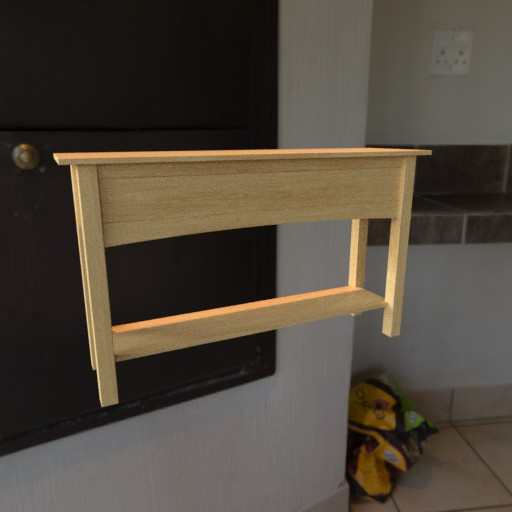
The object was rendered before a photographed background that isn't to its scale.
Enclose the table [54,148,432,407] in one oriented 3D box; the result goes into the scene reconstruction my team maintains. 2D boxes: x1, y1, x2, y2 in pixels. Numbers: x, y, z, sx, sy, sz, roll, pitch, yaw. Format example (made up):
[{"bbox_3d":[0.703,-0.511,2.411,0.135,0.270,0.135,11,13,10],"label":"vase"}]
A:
[{"bbox_3d":[0.000,0.000,1.589,1.240,0.730,0.350,-7,17,-24],"label":"table"}]
